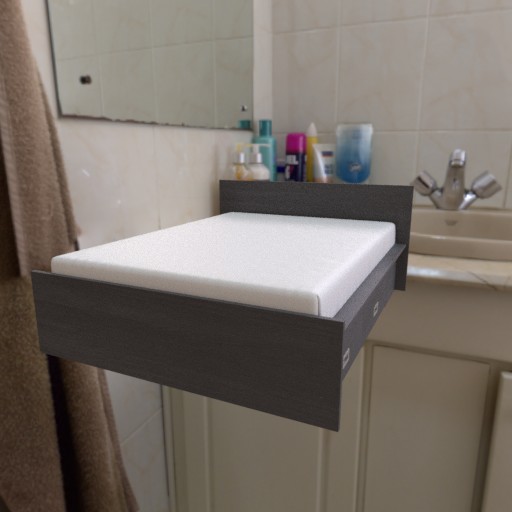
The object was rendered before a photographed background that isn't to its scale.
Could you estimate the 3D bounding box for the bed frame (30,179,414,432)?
[{"bbox_3d":[0.000,0.000,2.799,1.622,0.800,1.960,6,15,25],"label":"bed frame"}]
